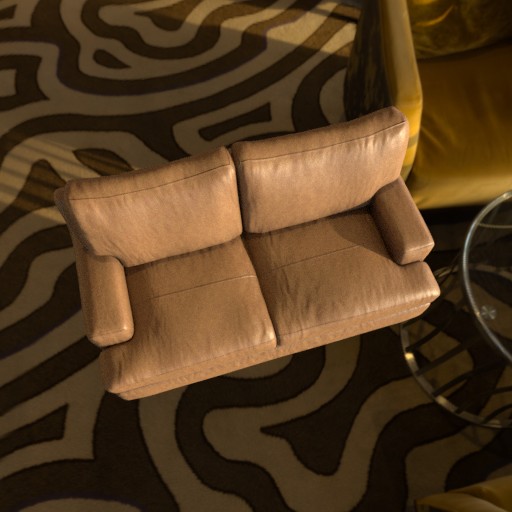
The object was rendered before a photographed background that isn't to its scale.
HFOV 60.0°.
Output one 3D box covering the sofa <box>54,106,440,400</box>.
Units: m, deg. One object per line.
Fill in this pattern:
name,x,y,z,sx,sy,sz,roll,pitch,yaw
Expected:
sofa,0.000,0.000,2.377,1.855,0.980,0.962,-15,65,-7
